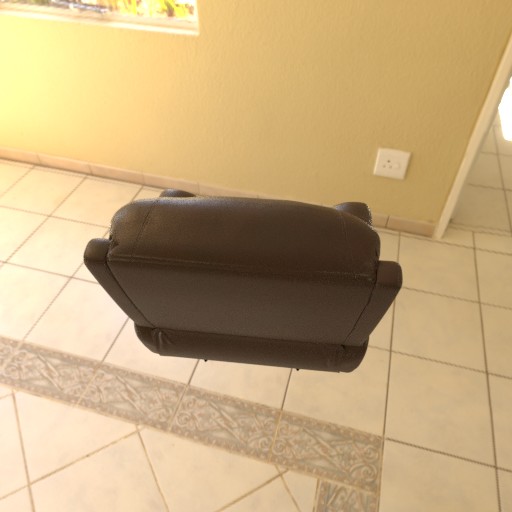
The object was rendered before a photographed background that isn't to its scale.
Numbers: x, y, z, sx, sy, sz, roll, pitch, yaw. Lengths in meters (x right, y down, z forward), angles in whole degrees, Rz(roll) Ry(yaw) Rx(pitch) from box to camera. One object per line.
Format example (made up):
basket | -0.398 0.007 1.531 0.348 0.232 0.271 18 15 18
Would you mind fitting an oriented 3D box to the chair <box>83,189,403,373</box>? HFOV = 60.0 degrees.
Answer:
chair | 0.000 0.000 1.761 0.930 1.011 0.899 5 46 4
